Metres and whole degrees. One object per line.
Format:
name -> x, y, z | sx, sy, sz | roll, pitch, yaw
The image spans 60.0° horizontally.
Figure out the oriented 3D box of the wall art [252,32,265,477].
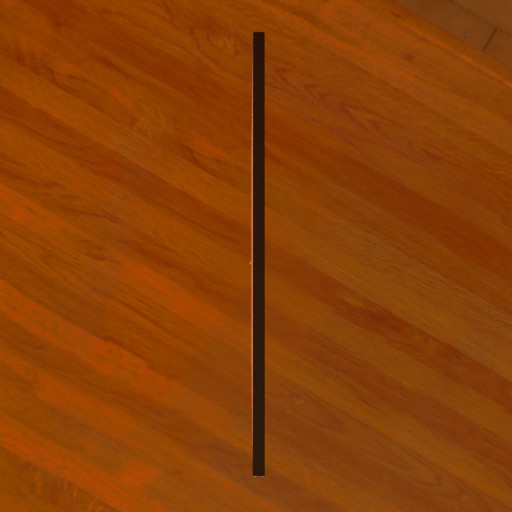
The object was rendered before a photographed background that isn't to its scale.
wall art -> 0.000, 0.000, 0.684 | 0.012, 0.458, 0.457 | 0, 89, -1
